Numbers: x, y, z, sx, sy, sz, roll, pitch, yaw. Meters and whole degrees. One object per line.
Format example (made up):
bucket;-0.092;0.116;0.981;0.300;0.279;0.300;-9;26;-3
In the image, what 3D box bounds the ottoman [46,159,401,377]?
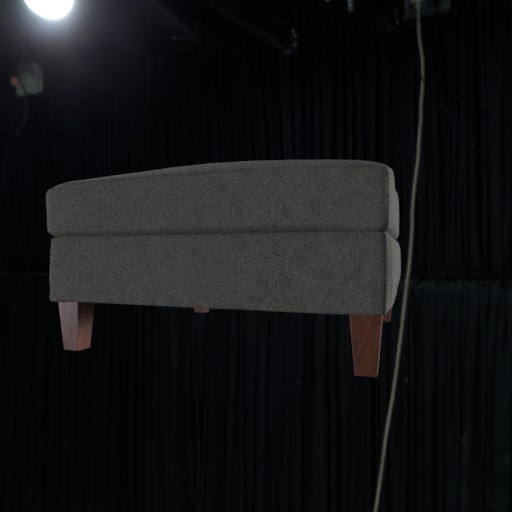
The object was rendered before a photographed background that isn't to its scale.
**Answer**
ottoman;0.000;0.000;1.399;0.861;0.482;0.881;0;1;19
